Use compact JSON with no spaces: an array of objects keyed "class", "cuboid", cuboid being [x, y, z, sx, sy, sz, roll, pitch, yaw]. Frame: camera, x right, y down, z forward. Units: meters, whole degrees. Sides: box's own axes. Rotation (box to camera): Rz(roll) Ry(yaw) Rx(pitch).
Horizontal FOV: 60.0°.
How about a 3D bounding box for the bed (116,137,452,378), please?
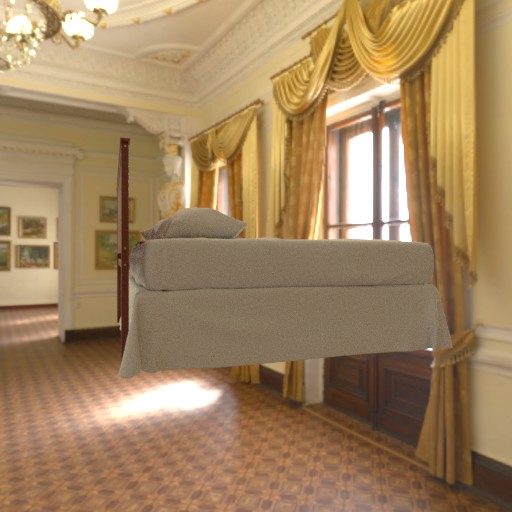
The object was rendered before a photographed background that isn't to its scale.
[{"class":"bed","cuboid":[0.000,0.000,3.686,2.219,1.271,2.314,0,0,-18]}]
